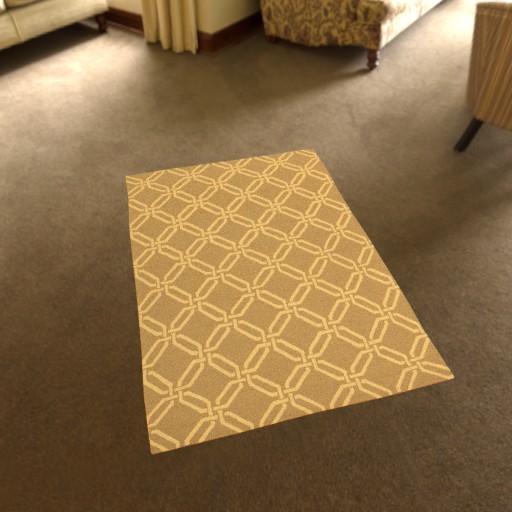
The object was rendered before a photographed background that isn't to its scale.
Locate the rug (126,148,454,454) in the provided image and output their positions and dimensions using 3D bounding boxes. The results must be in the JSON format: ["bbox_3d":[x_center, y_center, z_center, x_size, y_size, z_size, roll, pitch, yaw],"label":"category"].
[{"bbox_3d":[0.000,0.000,2.802,1.524,0.013,2.135,-11,47,-10],"label":"rug"}]
